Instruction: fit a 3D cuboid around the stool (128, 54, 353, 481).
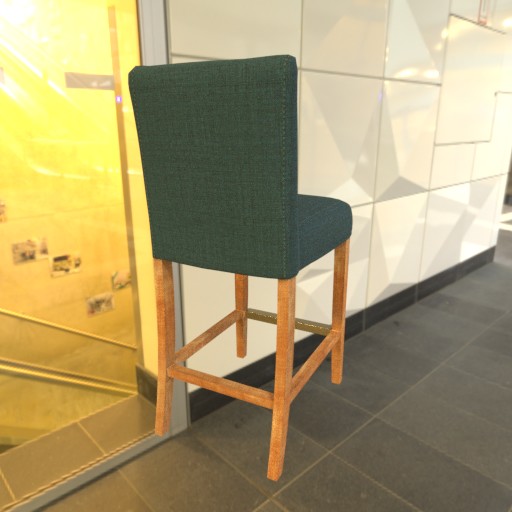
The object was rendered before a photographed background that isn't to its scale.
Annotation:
[{"bbox_3d":[0.000,0.000,1.343,0.454,1.039,0.567,9,19,26],"label":"stool"}]
